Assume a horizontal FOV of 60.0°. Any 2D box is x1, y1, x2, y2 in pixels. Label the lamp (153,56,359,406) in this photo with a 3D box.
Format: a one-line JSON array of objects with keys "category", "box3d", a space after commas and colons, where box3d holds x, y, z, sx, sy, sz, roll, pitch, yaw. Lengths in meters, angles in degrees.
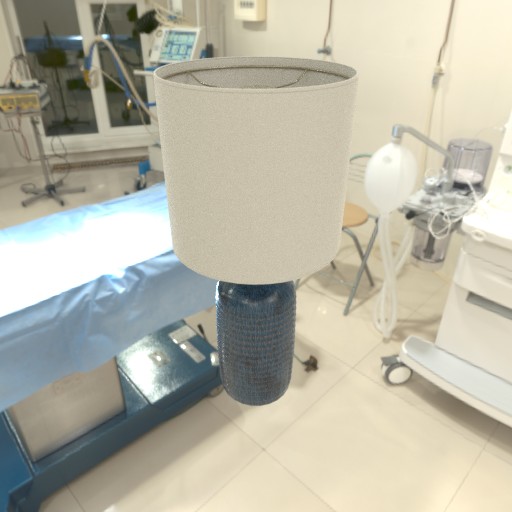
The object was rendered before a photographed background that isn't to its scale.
[{"category": "lamp", "box3d": [0.000, 0.000, 0.606, 0.220, 0.475, 0.220, -22, 38, -32]}]
